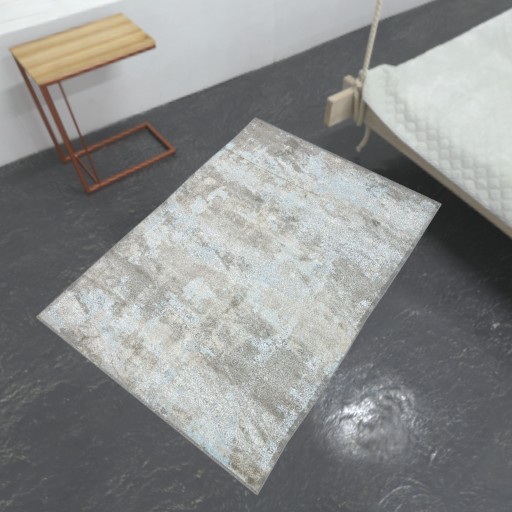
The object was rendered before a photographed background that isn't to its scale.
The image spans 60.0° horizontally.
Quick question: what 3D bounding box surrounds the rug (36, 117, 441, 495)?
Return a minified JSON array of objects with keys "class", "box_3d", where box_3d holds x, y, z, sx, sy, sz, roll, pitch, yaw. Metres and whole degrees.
[{"class":"rug","box_3d":[0.000,0.000,4.255,2.393,0.013,3.307,31,61,19]}]
